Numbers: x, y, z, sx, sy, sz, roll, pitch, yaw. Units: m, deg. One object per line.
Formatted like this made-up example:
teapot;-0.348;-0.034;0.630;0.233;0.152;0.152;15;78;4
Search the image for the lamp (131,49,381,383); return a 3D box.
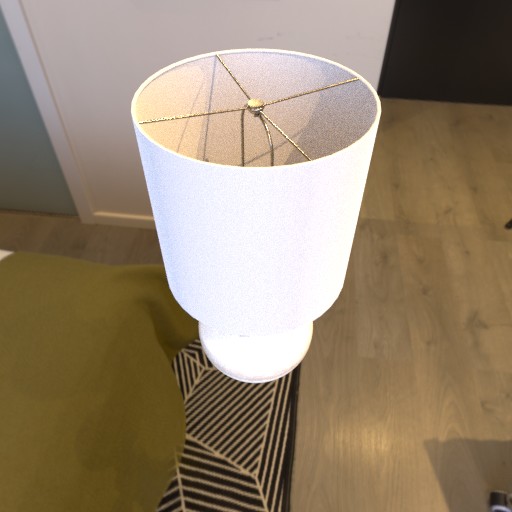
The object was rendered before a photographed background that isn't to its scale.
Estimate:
lamp;0.000;0.000;0.536;0.217;0.404;0.217;-17;48;-16
